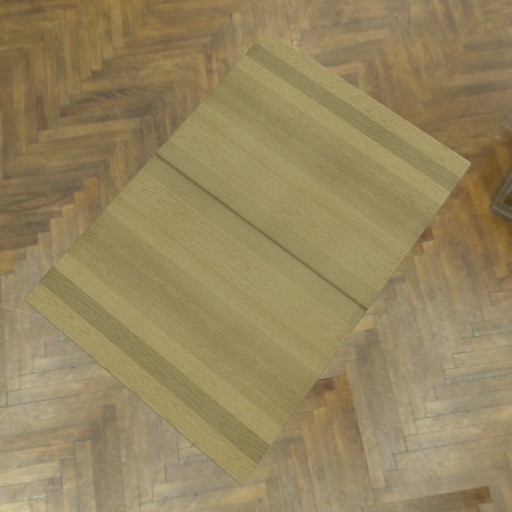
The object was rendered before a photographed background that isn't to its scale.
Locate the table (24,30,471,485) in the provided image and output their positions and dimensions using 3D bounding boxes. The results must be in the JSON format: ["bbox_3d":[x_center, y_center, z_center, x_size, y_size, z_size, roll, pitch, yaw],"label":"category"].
[{"bbox_3d":[0.000,0.000,1.854,0.900,0.770,1.300,37,79,8],"label":"table"}]
